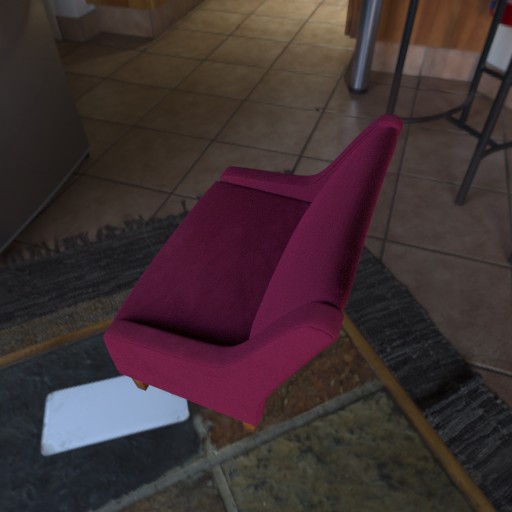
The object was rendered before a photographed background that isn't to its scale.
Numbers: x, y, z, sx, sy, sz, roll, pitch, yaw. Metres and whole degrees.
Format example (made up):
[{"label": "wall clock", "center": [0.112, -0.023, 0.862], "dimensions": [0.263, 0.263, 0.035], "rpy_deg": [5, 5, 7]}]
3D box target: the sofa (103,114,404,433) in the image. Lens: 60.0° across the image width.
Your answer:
[{"label": "sofa", "center": [0.000, 0.000, 2.033], "dimensions": [0.946, 0.976, 1.242], "rpy_deg": [16, 48, 14]}]
